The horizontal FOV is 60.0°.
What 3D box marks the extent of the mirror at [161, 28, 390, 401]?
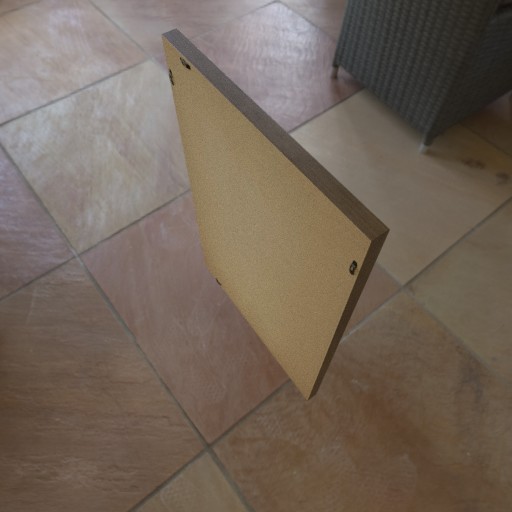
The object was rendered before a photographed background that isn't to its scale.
[{"bbox_3d":[0.000,0.000,1.149,0.041,0.915,0.609,-31,63,-18],"label":"mirror"}]
